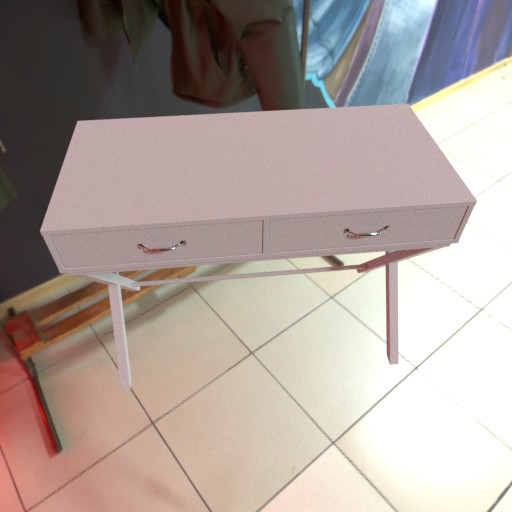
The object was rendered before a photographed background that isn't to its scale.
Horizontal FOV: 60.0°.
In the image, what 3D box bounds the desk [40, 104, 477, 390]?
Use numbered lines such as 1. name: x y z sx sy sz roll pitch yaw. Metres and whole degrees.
1. desk: 0.000 0.000 1.512 1.057 0.780 0.525 -4 46 -4
